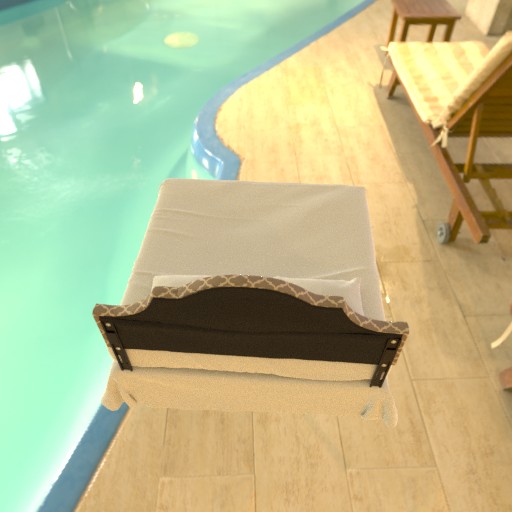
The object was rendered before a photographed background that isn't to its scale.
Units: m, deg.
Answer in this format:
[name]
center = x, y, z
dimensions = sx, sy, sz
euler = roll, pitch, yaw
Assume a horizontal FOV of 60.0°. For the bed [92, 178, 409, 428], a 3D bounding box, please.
[bed]
center = 0.000, 0.000, 3.695
dimensions = 2.314, 1.601, 2.222
euler = 3, 47, 3
